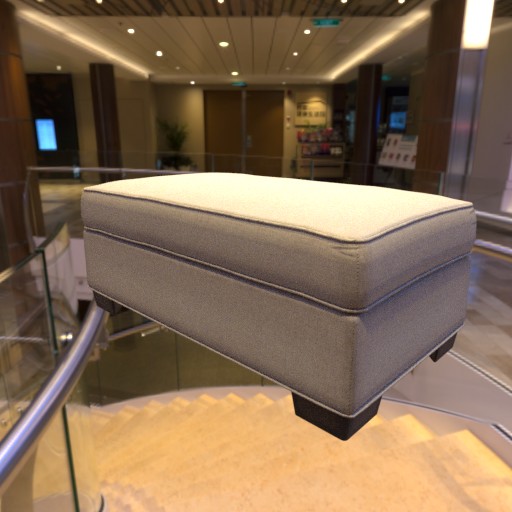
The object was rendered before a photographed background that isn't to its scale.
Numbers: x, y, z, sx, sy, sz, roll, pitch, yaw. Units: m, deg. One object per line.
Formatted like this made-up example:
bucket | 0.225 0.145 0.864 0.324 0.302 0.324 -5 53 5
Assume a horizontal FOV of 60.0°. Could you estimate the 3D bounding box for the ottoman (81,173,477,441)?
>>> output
ottoman | 0.000 0.000 1.384 1.097 0.461 0.617 15 22 42
